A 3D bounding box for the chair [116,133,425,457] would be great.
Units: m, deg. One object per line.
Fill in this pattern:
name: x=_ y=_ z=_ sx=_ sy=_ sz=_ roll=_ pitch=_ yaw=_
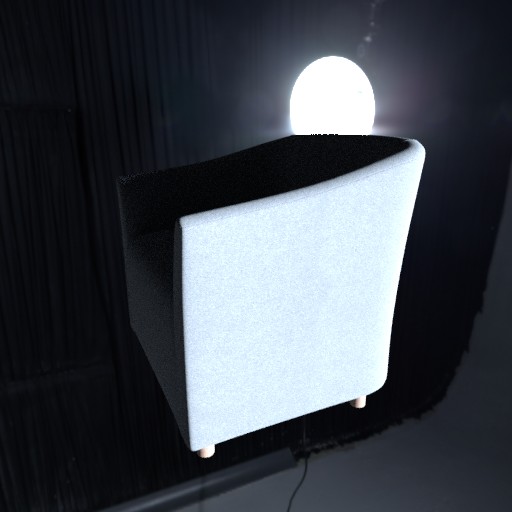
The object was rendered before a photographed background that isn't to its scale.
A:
chair: x=0.000 y=0.000 z=1.363 sx=0.700 sy=0.720 sz=0.790 roll=-8 pitch=18 yaw=-24
